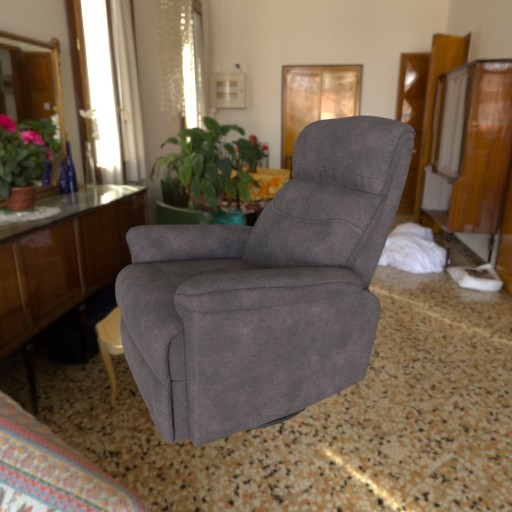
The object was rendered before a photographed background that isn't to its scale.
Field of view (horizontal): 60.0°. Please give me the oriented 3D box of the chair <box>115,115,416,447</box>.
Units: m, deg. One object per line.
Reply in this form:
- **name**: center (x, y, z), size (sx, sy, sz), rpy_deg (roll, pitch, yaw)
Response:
- **chair**: center (0.000, 0.000, 1.707), size (1.009, 1.035, 0.830), rpy_deg (-8, 19, -26)
